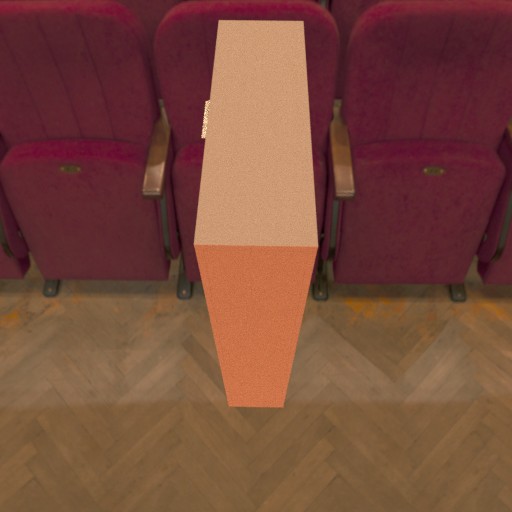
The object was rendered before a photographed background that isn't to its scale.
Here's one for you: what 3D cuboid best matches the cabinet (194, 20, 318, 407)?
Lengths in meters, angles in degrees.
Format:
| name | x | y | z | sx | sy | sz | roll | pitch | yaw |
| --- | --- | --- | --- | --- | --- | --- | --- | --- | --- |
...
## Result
| name | x | y | z | sx | sy | sz | roll | pitch | yaw |
| --- | --- | --- | --- | --- | --- | --- | --- | --- | --- |
| cabinet | 0.000 | 0.000 | 1.581 | 0.250 | 1.280 | 0.750 | 1 | 58 | 1 |
